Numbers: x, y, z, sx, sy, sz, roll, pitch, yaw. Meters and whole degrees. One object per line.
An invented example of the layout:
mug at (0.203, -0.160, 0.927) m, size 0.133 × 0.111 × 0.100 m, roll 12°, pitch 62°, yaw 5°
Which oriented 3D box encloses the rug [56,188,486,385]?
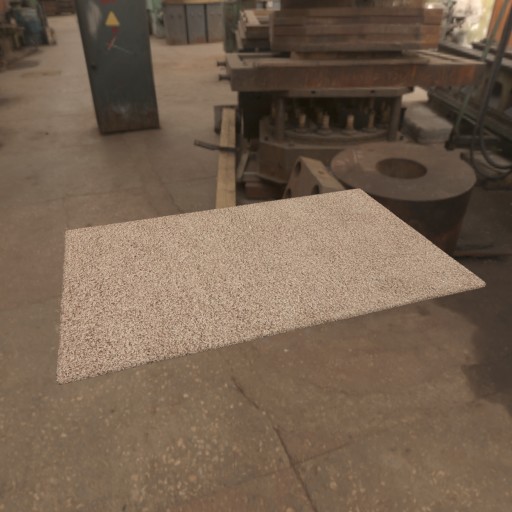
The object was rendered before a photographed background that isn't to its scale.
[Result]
rug at (0.000, 0.000, 2.965) m, size 2.438 × 0.030 × 1.524 m, roll -10°, pitch 33°, yaw -16°
